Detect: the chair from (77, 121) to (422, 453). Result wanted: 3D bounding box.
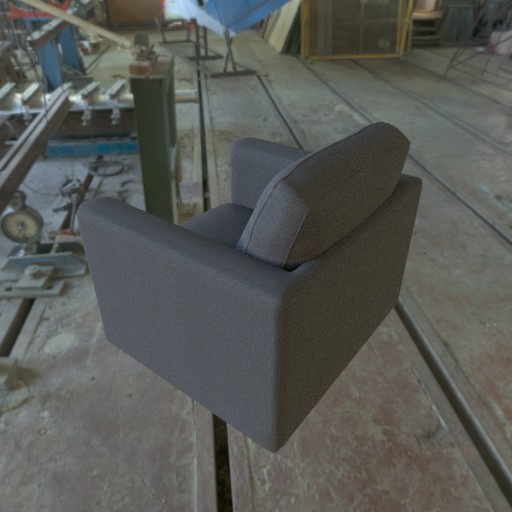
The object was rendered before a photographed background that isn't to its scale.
[{"bbox_3d":[0.000,0.000,1.541,0.800,0.927,0.854,23,40,31],"label":"chair"}]
